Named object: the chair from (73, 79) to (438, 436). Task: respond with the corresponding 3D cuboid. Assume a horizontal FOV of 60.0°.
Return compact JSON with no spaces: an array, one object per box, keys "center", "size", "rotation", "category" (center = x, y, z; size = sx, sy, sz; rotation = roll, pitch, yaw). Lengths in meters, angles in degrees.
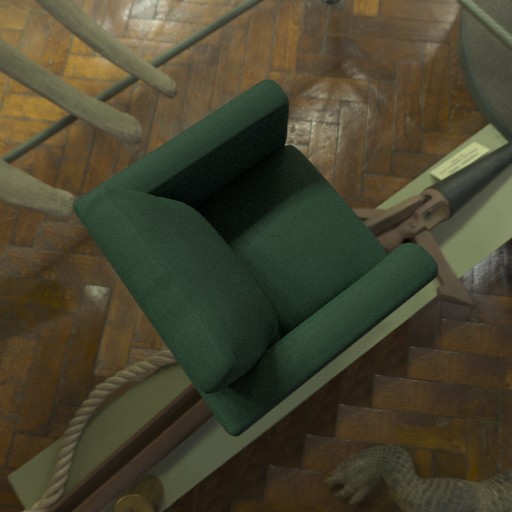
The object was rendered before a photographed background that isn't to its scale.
[{"center":[0.000,0.000,1.551],"size":[0.800,0.927,0.855],"rotation":[-36,78,-9],"category":"chair"}]
